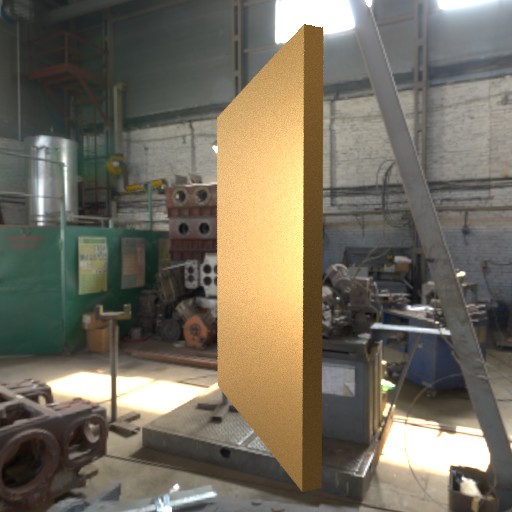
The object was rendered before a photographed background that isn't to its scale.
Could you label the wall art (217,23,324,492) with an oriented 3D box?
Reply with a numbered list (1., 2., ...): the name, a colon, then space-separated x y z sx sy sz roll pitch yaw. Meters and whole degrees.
1. wall art: 0.000 0.000 1.061 0.038 0.812 0.610 -1 2 -19
